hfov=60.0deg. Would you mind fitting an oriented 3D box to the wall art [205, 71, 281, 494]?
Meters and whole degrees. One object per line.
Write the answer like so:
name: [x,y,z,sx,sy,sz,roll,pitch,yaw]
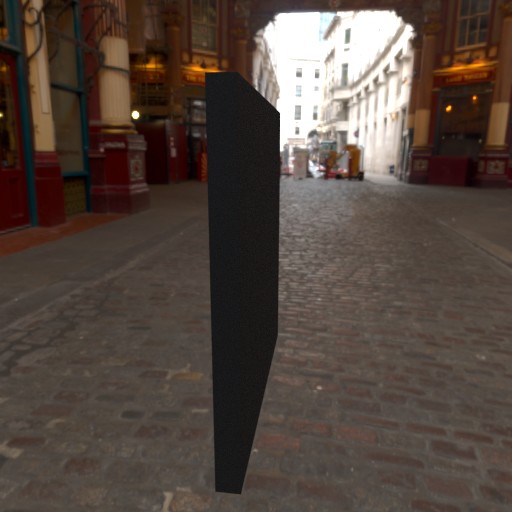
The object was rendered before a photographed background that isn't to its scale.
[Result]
wall art: [0.000,0.000,0.685,0.030,0.458,0.462,2,13,8]
